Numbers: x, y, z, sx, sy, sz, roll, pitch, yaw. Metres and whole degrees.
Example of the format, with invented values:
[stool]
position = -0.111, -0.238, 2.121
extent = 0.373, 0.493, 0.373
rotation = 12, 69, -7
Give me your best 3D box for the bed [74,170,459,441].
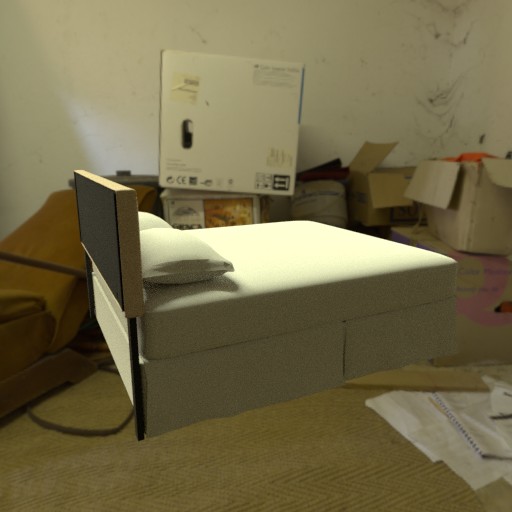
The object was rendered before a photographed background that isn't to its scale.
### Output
[bed]
position = 0.000, 0.000, 2.740
extent = 1.876, 1.016, 1.616
rotation = -7, 15, -26
